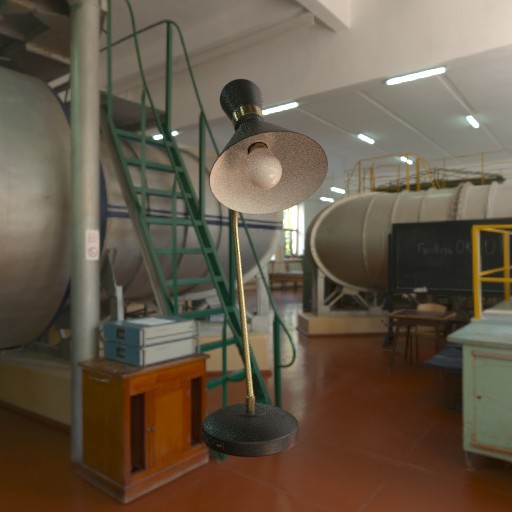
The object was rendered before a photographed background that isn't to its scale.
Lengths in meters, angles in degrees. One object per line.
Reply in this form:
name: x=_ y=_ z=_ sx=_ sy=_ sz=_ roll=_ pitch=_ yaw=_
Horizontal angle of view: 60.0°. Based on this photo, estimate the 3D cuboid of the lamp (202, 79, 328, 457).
lamp: x=0.000 y=0.000 z=0.765 sx=0.189 sy=0.647 sz=0.292 roll=0 pitch=0 yaw=-18
